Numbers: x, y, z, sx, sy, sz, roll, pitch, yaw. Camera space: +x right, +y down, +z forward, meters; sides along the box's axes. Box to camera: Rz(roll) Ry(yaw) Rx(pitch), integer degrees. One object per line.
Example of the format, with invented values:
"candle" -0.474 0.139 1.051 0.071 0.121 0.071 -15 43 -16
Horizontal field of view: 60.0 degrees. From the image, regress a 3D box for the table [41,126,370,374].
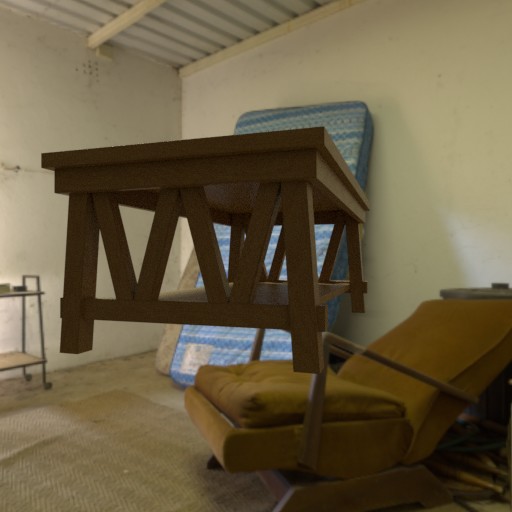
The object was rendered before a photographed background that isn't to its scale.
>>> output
"table" 0.000 0.000 1.598 0.711 0.507 1.270 0 0 18
